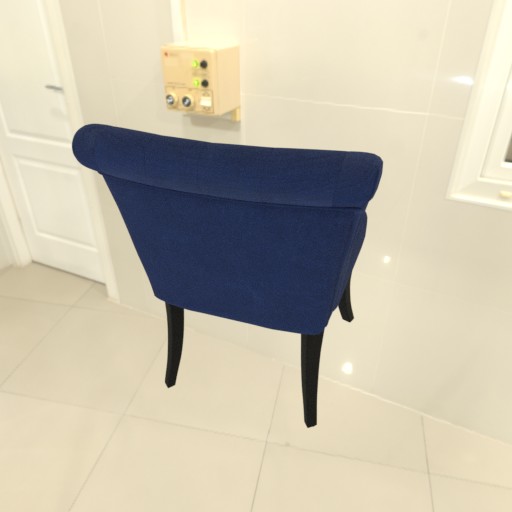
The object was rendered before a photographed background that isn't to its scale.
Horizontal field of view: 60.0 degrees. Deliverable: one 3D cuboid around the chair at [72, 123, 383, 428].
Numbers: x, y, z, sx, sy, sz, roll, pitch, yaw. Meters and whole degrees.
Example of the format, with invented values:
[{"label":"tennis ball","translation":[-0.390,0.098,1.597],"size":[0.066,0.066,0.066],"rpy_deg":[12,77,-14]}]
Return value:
[{"label":"chair","translation":[0.000,0.000,1.158],"size":[0.585,0.753,0.606],"rpy_deg":[10,33,16]}]
